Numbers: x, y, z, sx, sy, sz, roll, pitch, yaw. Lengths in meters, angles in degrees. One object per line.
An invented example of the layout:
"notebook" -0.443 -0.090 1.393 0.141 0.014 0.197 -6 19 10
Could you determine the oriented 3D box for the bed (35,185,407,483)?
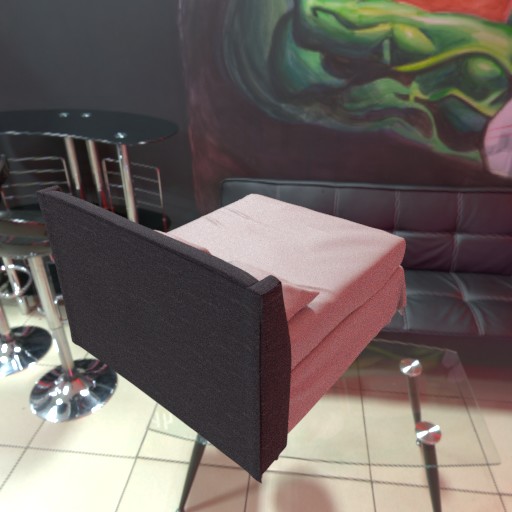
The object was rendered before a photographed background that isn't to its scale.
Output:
"bed" 0.000 0.000 3.443 1.925 1.332 2.276 22 36 33
